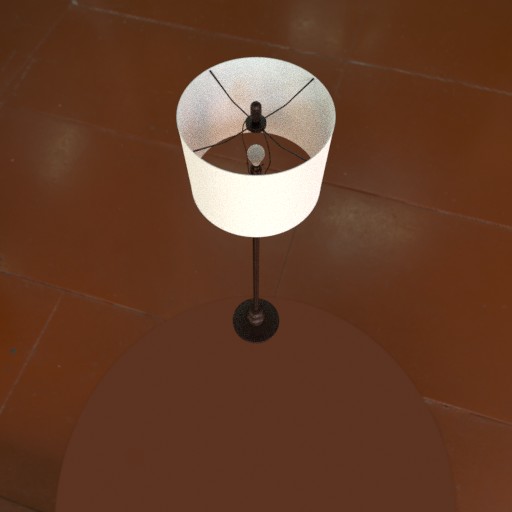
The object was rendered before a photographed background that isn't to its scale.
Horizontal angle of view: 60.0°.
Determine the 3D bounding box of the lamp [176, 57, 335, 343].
[{"bbox_3d":[0.000,0.000,1.636,0.356,1.487,0.356,-36,68,-17],"label":"lamp"}]
